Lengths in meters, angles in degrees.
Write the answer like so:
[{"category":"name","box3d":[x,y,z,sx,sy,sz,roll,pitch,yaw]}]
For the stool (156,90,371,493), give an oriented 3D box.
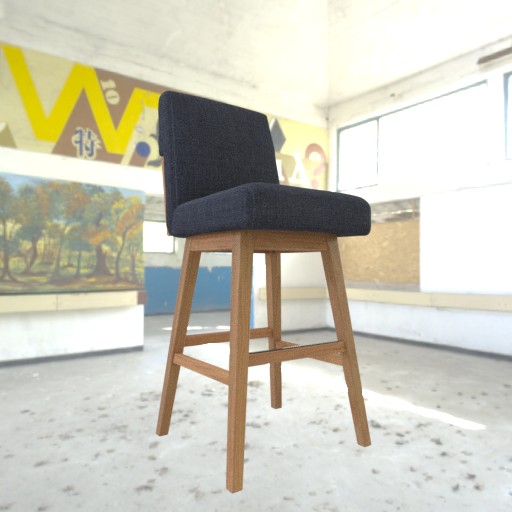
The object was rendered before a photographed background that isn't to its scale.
[{"category":"stool","box3d":[0.000,0.000,1.371,0.483,1.112,0.570,1,-2,-35]}]
